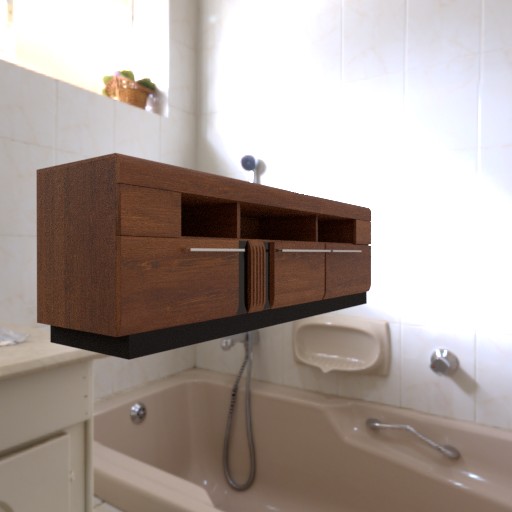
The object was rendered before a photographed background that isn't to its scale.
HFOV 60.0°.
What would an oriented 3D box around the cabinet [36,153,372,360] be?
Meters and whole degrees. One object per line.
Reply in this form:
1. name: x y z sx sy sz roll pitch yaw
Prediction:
1. cabinet: 0.000 0.000 1.819 0.419 0.510 1.600 0 0 36
